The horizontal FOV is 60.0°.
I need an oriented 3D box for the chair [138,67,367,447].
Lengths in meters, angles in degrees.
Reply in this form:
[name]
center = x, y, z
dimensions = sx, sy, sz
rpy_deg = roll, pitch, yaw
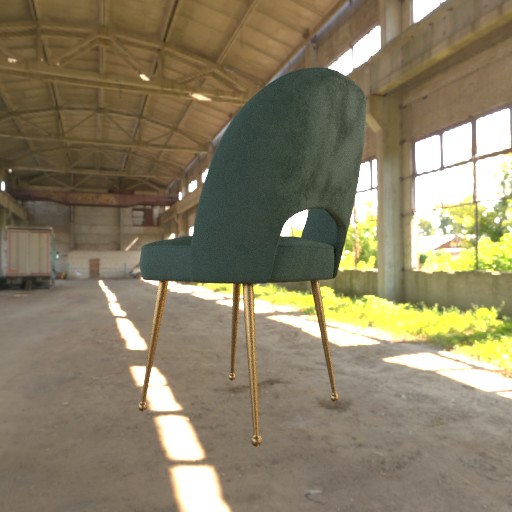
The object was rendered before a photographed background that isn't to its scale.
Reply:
[chair]
center = 0.000, 0.000, 1.242
dimensions = 0.577, 0.860, 0.527
rpy_deg = 0, -1, 36
